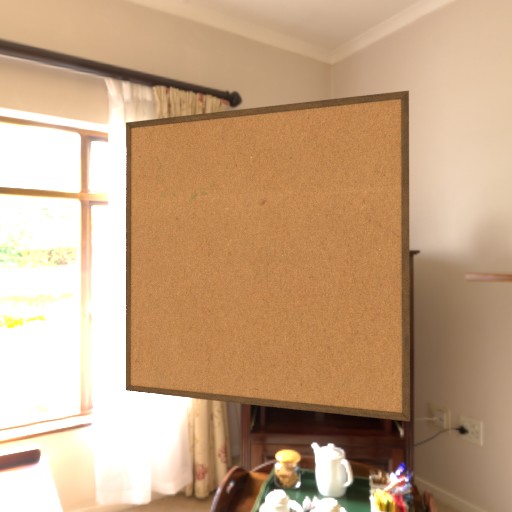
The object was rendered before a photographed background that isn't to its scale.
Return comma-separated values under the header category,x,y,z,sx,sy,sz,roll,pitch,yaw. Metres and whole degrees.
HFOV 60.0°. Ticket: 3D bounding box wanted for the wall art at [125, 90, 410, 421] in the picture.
category,x,y,z,sx,sy,sz,roll,pitch,yaw
wall art,0.000,0.000,0.777,0.508,0.508,0.038,0,-1,18
